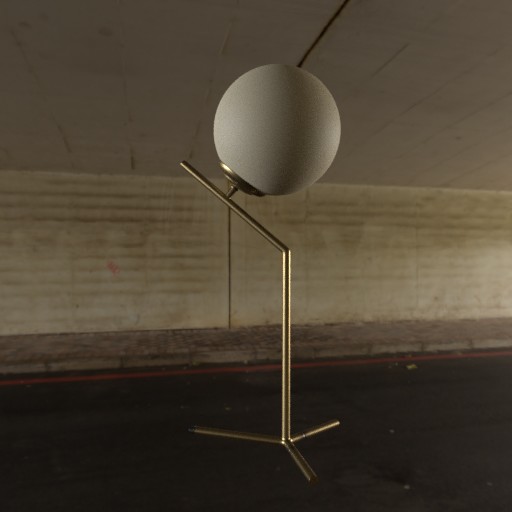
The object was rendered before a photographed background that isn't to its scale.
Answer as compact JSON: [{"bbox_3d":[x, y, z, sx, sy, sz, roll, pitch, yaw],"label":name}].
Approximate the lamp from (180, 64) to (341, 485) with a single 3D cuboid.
[{"bbox_3d":[0.000,0.000,0.663,0.251,0.552,0.210,0,-1,18],"label":"lamp"}]
